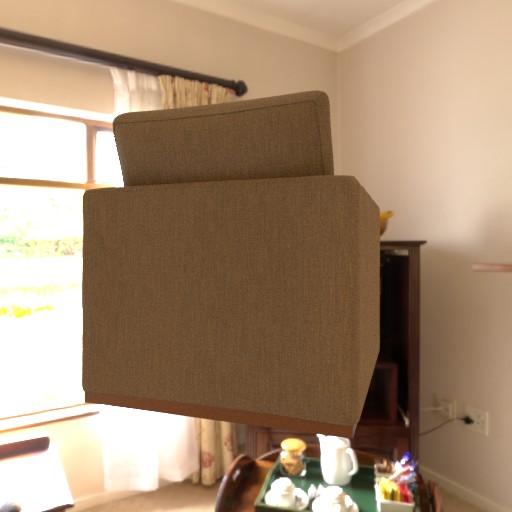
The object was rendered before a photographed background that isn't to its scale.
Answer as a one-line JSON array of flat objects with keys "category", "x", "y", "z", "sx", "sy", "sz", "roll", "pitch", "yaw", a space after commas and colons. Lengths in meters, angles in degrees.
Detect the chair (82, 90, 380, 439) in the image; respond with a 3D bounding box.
[{"category": "chair", "x": 0.000, "y": 0.000, "z": 1.482, "sx": 0.763, "sy": 0.811, "sz": 0.834, "roll": 0, "pitch": 1, "yaw": 19}]
